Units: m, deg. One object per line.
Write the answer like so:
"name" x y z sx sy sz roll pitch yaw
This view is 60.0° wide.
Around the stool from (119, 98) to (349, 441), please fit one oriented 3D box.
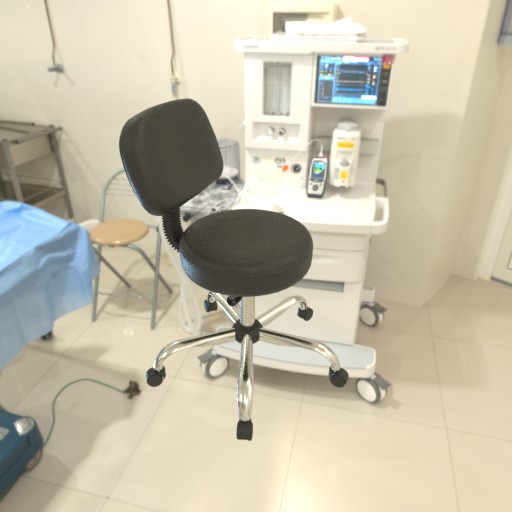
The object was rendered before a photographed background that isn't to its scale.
"stool" 0.000 0.000 1.361 0.648 0.862 0.673 11 31 18
